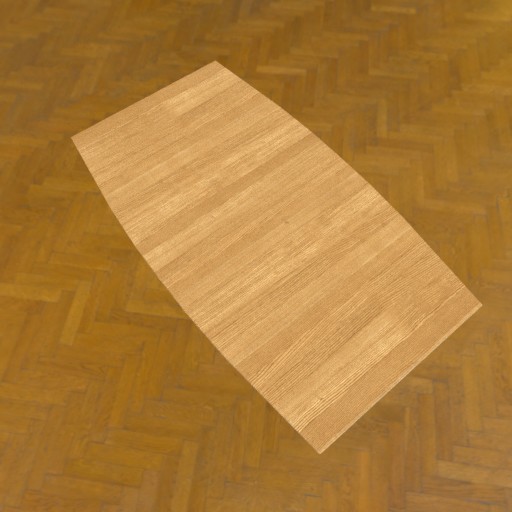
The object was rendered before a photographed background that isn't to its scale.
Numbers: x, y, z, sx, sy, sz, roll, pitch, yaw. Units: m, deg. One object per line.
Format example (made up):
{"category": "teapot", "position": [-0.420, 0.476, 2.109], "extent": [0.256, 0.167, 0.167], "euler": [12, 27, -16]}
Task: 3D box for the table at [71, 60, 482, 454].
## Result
{"category": "table", "position": [0.000, 0.000, 2.071], "extent": [0.900, 0.748, 1.598], "euler": [-35, 68, -16]}
